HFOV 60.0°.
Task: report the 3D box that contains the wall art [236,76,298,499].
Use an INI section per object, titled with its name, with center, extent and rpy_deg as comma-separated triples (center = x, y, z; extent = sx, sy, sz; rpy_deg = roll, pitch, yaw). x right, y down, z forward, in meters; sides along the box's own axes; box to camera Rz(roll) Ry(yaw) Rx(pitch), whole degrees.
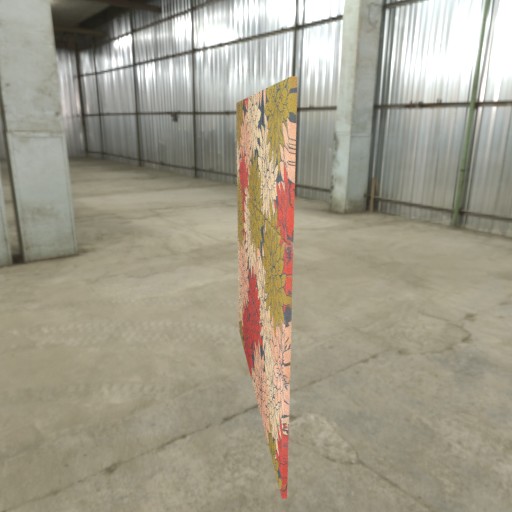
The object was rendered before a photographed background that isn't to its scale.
[wall art]
center = 0.000, 0.000, 1.331
extent = 0.013, 0.913, 0.904
rpy_deg = -2, 16, -8
